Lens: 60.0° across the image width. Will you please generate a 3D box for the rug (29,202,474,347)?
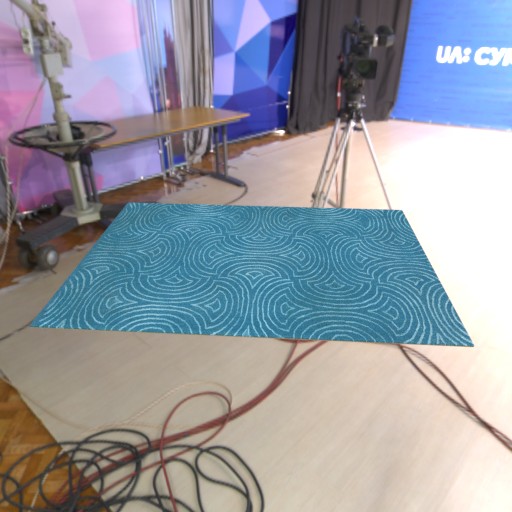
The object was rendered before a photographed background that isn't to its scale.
[{"bbox_3d":[0.000,0.000,2.793,2.144,0.015,1.543,2,30,3],"label":"rug"}]
